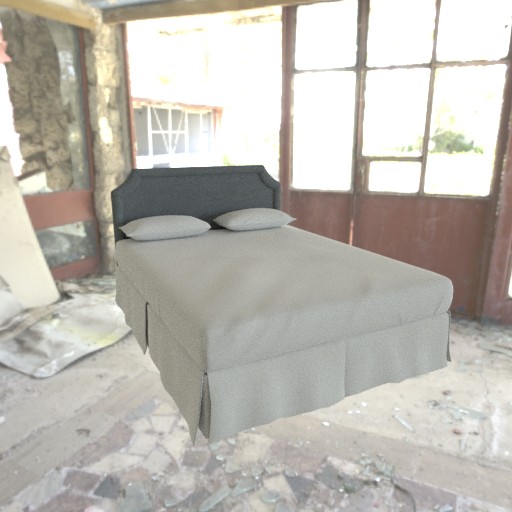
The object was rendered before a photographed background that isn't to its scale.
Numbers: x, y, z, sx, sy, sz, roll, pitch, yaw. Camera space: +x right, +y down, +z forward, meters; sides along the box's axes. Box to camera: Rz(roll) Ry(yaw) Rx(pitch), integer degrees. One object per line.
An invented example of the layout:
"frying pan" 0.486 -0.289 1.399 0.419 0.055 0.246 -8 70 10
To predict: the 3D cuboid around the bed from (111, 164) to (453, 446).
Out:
"bed" 0.000 0.000 3.627 1.977 1.306 2.464 -8 17 -27
